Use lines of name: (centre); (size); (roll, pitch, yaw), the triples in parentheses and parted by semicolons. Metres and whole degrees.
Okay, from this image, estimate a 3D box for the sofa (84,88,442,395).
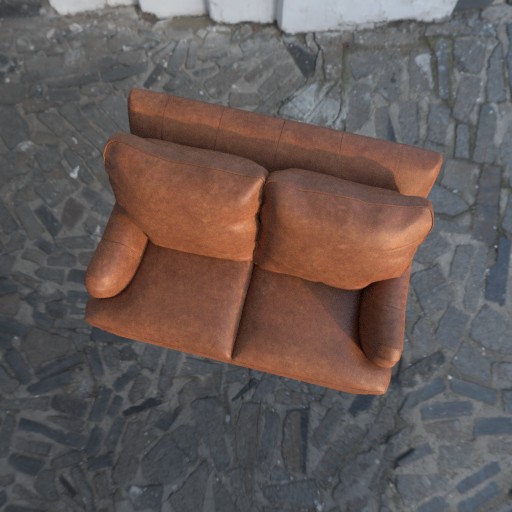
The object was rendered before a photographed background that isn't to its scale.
sofa: (0.000, 0.000, 2.229); (1.527, 1.004, 1.077); (13, 76, 3)
